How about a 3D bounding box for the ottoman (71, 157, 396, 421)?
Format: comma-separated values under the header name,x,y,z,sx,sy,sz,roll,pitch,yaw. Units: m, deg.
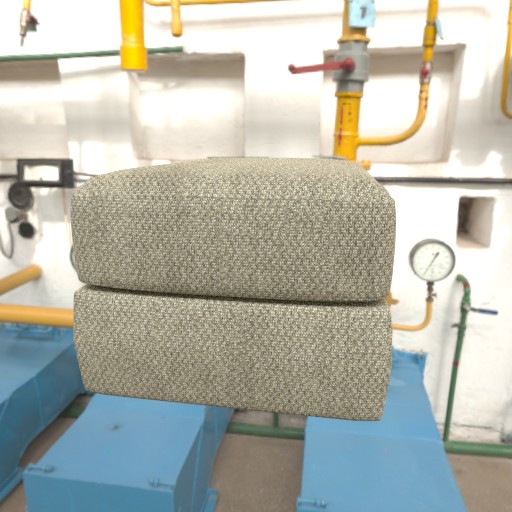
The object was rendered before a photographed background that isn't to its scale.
name,x,y,z,sx,sy,sz,roll,pitch,yaw
ottoman,0.000,0.000,1.129,0.603,0.476,0.751,3,15,10
